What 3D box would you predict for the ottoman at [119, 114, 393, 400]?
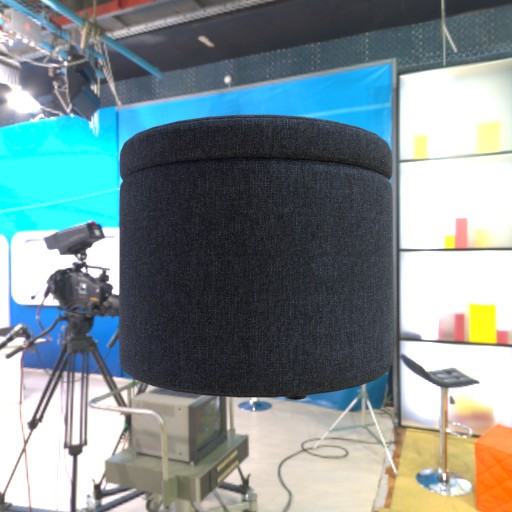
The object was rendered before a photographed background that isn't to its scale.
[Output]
[{"bbox_3d":[0.000,0.000,0.848,0.500,0.419,0.500,0,-1,0],"label":"ottoman"}]
